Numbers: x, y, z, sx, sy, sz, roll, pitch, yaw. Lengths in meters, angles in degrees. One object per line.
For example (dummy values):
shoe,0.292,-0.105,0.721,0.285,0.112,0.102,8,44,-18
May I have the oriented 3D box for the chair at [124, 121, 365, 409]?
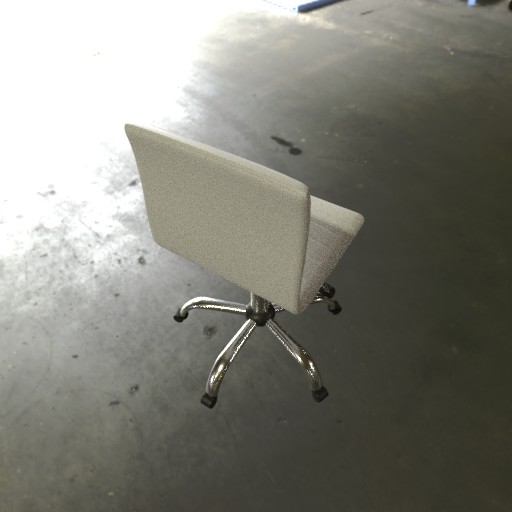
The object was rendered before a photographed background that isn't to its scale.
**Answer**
chair,0.000,0.000,1.123,0.556,0.780,0.530,25,51,22
